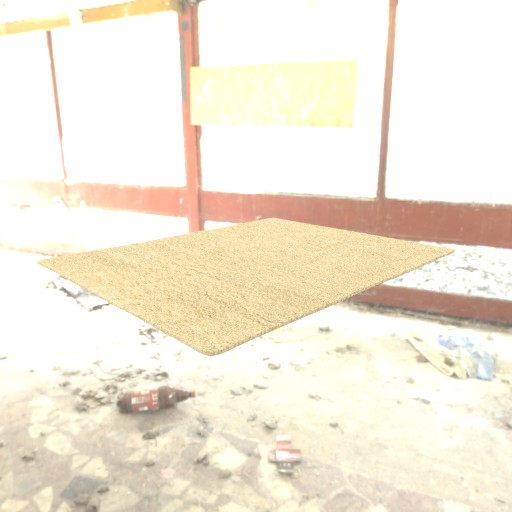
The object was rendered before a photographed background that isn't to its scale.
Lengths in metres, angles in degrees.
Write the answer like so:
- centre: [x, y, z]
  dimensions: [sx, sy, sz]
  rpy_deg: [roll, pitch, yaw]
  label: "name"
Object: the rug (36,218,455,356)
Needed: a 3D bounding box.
- centre: [0.000, 0.000, 4.020]
  dimensions: [3.001, 0.025, 2.401]
  rpy_deg: [-14, 21, -43]
  label: "rug"
